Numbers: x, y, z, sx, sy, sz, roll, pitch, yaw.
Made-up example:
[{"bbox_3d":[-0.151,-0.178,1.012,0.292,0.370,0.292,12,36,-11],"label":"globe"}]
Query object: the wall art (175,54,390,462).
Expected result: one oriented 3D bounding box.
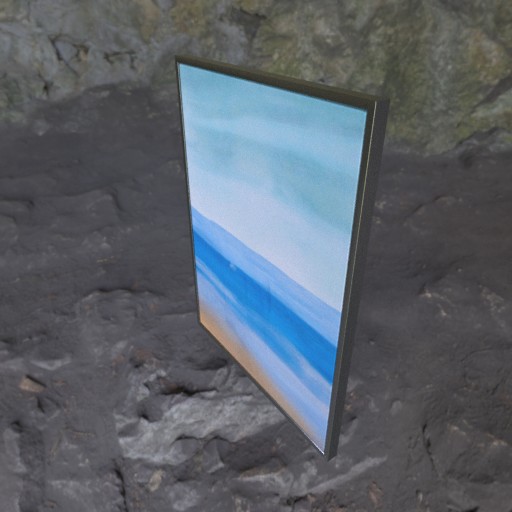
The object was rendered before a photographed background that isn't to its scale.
[{"bbox_3d":[0.000,0.000,1.368,0.041,1.062,0.803,-20,37,-30],"label":"wall art"}]
